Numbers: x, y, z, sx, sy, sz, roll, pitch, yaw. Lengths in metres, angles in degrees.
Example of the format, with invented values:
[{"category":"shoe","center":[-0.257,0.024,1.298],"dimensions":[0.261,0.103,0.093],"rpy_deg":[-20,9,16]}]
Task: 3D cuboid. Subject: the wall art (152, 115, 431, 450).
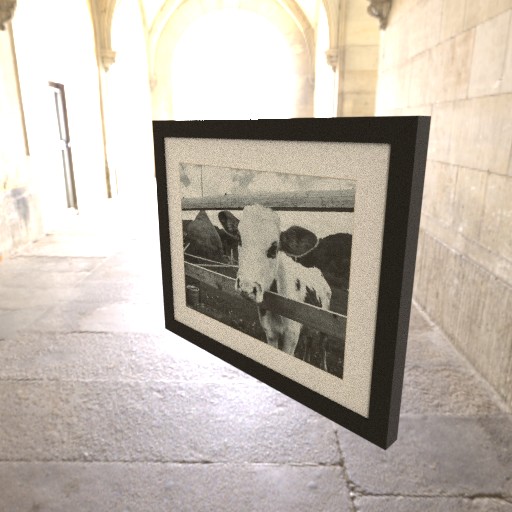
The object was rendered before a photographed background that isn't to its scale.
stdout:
[{"category":"wall art","center":[0.000,0.000,0.556],"dimensions":[0.024,0.329,0.404],"rpy_deg":[-15,22,-42]}]
